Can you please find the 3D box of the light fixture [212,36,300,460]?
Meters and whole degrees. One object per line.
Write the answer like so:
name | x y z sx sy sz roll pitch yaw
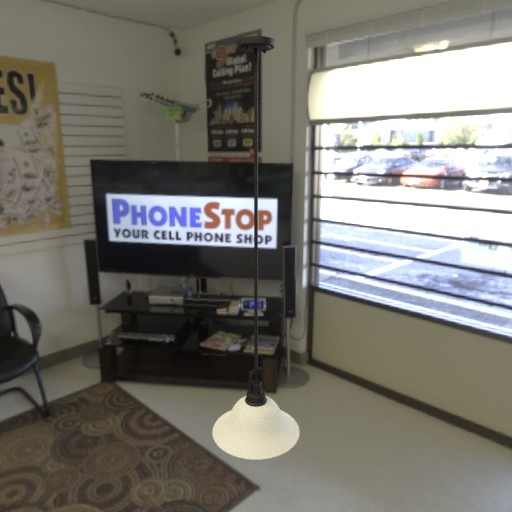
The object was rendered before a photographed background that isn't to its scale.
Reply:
light fixture | 0.000 0.000 1.494 0.324 1.337 0.324 -12 18 -41
